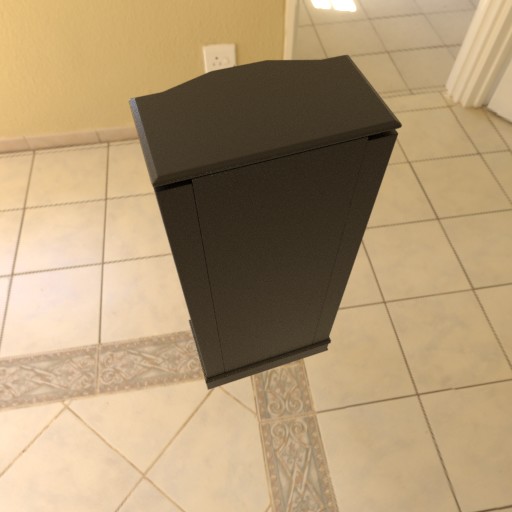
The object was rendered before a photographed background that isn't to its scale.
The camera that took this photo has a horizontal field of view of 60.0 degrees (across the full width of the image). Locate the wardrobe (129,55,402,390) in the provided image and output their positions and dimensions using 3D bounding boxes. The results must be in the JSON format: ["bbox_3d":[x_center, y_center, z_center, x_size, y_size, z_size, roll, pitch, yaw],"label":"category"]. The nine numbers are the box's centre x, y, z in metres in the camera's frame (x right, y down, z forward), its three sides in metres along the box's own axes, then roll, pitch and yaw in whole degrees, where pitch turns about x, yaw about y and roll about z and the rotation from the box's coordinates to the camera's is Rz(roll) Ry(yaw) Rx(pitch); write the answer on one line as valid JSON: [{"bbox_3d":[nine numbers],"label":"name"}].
[{"bbox_3d":[0.000,0.000,1.200,0.444,1.011,0.295,-16,58,-10],"label":"wardrobe"}]
